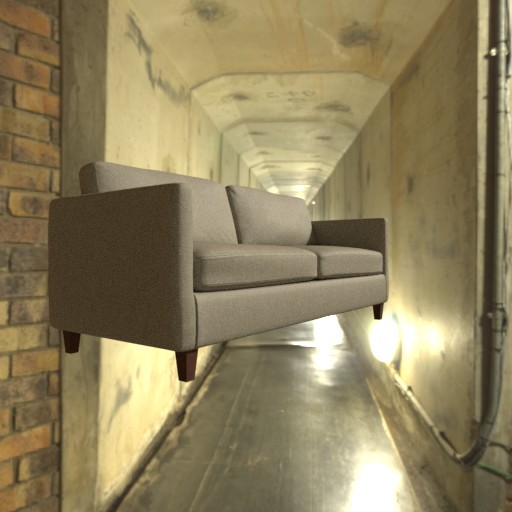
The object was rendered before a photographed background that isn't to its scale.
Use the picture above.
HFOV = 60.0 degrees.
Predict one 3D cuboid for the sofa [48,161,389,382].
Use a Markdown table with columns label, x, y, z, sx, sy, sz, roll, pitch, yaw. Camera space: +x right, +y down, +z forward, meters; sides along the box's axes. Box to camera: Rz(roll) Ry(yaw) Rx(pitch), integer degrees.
| label | x | y | z | sx | sy | sz | roll | pitch | yaw |
| --- | --- | --- | --- | --- | --- | --- | --- | --- | --- |
| sofa | 0.000 | 0.000 | 2.774 | 0.956 | 0.963 | 2.208 | 0 | 0 | 37 |
